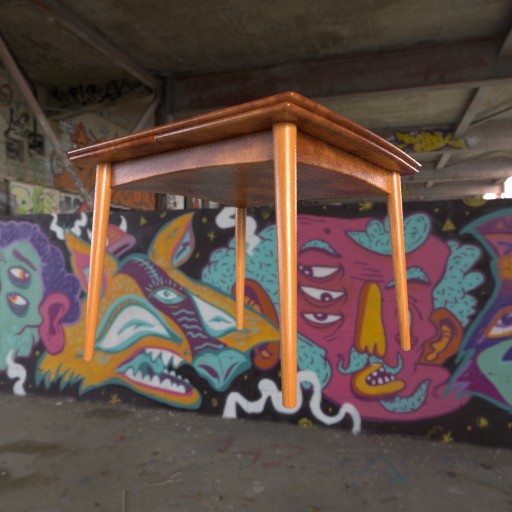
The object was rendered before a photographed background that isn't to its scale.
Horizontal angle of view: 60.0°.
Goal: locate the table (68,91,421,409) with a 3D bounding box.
[{"bbox_3d":[0.000,0.000,1.689,0.991,0.754,0.991,0,-1,37],"label":"table"}]
